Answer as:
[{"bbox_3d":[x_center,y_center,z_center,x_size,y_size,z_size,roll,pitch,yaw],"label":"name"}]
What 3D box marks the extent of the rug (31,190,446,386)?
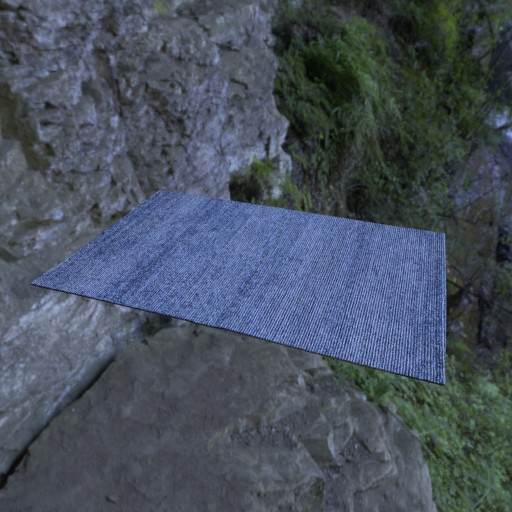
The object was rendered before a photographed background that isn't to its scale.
[{"bbox_3d":[0.000,0.000,2.226,1.793,0.025,1.159,11,33,17],"label":"rug"}]
